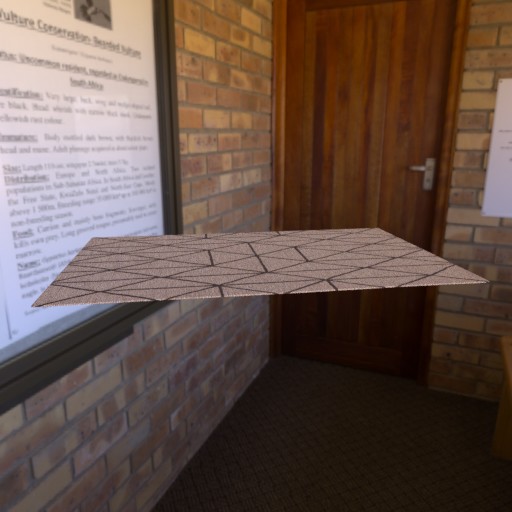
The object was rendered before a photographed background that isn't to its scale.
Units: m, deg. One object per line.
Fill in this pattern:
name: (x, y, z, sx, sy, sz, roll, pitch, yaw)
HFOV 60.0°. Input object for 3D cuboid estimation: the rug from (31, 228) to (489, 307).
rug: (0.000, 0.000, 3.073, 2.465, 0.008, 1.526, -2, 15, -9)
